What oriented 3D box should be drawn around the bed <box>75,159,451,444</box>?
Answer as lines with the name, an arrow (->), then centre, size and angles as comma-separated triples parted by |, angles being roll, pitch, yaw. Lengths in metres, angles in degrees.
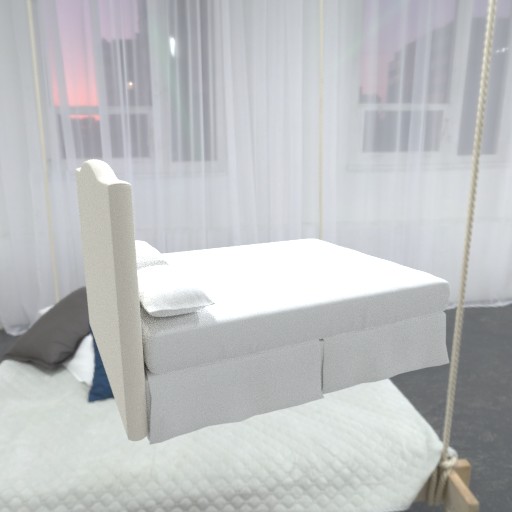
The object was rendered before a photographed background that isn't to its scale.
bed -> 0.000, 0.000, 3.321 | 2.282, 1.436, 1.821 | -7, 15, -25
